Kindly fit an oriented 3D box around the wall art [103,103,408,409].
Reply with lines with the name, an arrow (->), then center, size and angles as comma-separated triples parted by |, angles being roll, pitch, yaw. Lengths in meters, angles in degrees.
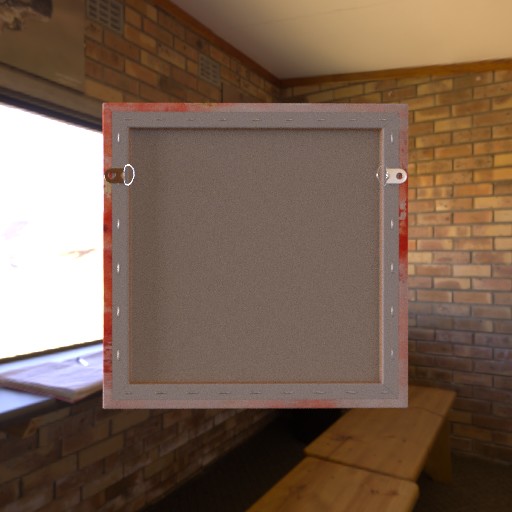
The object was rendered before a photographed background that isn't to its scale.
wall art -> 0.000, 0.000, 1.273 | 0.878, 0.878, 0.066 | 0, 0, -1
